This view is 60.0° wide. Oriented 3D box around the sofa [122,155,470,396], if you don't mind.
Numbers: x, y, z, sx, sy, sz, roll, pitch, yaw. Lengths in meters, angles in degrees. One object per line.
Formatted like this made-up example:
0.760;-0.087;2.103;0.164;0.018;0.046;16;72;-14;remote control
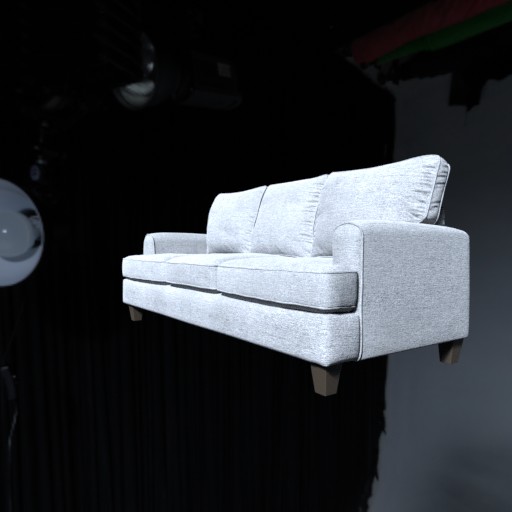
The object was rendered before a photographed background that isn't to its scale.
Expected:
0.000;0.000;2.644;0.951;0.965;2.158;-1;1;-35;sofa
